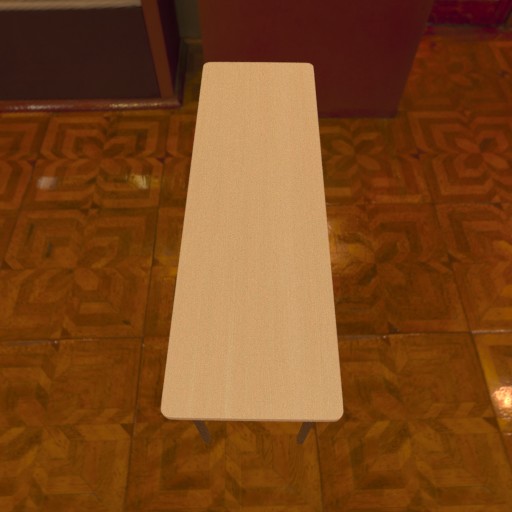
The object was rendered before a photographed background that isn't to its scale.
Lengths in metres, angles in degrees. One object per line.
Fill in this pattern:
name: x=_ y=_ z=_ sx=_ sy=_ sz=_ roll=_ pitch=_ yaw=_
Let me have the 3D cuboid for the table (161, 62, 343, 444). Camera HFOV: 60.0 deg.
table: x=0.000 y=0.000 z=1.754 sx=0.446 sy=0.750 sz=1.397 roll=1 pitch=58 yaw=0
